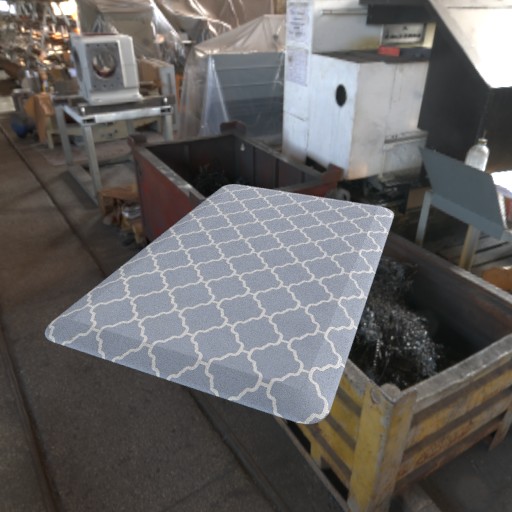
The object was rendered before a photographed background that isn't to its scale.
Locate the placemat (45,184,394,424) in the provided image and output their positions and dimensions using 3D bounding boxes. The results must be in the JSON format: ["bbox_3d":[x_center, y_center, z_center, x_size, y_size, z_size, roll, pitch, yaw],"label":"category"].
[{"bbox_3d":[0.000,0.000,0.977,0.508,0.021,0.762,12,33,19],"label":"placemat"}]
